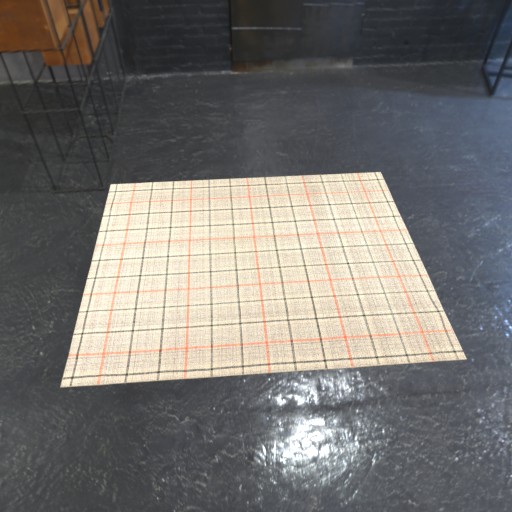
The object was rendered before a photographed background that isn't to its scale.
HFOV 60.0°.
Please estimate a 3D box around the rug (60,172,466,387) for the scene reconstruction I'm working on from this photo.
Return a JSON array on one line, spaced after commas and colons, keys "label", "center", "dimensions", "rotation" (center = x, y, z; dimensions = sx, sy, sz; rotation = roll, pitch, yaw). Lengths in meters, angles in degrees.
[{"label": "rug", "center": [0.000, 0.000, 4.153], "dimensions": [3.048, 0.012, 2.444], "rotation": [-3, 46, -3]}]
